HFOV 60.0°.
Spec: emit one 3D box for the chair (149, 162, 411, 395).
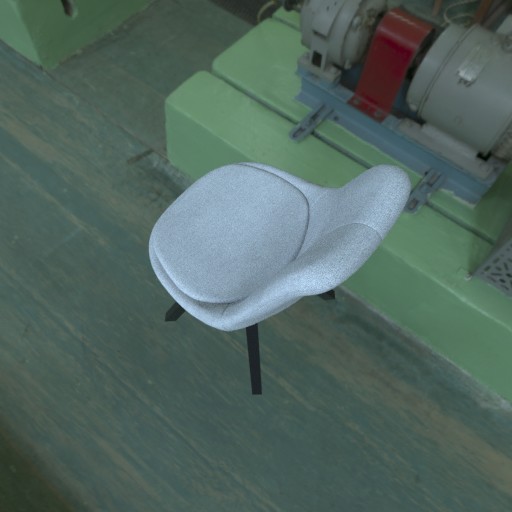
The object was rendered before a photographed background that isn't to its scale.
[{"bbox_3d":[0.000,0.000,1.193,0.550,0.850,0.485,35,69,16],"label":"chair"}]
